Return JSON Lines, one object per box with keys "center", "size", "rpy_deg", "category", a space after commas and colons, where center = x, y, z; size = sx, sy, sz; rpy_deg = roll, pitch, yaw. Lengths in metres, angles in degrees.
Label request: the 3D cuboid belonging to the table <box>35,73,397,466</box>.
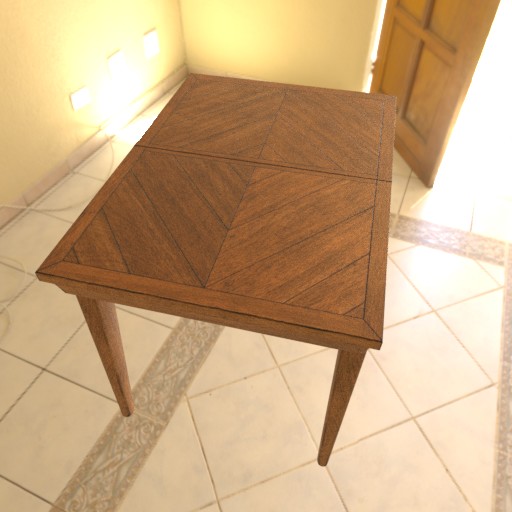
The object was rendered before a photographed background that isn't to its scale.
{"center": [0.000, 0.000, 1.538], "size": [0.757, 0.760, 1.027], "rpy_deg": [10, 47, 9], "category": "table"}
